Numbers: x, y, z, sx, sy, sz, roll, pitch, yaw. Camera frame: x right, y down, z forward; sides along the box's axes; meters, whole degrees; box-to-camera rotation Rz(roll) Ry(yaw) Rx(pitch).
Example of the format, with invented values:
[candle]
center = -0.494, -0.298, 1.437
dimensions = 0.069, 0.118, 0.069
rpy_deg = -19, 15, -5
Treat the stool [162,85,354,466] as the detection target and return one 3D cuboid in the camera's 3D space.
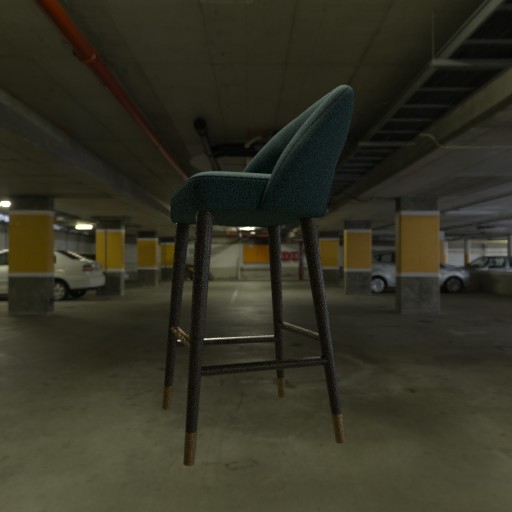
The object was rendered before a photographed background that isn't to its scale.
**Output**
[stool]
center = 0.000, 0.000, 1.381
dimensions = 0.522, 1.032, 0.536
rpy_deg = 0, -1, -19
